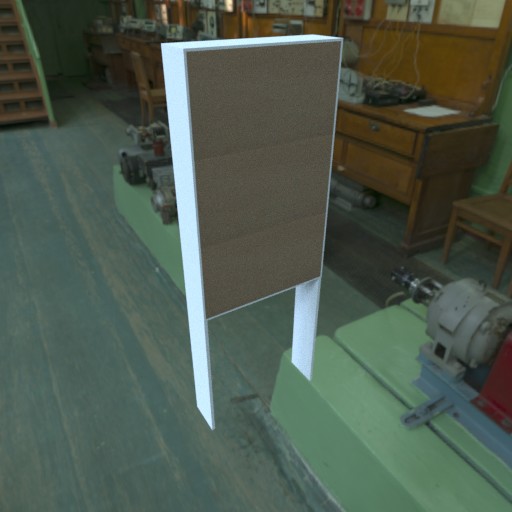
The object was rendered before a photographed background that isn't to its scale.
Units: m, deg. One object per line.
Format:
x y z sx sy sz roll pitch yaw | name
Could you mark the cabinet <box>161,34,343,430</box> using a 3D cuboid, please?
0.000 0.000 2.016 0.643 1.770 0.192 -18 35 -27 | cabinet
